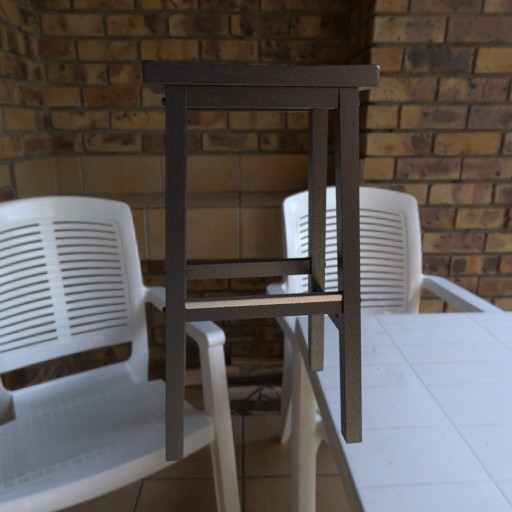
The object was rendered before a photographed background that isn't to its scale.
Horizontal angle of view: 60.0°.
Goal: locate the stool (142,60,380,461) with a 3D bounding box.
[{"bbox_3d":[0.000,0.000,0.954,0.406,0.742,0.322,-2,16,-8],"label":"stool"}]
